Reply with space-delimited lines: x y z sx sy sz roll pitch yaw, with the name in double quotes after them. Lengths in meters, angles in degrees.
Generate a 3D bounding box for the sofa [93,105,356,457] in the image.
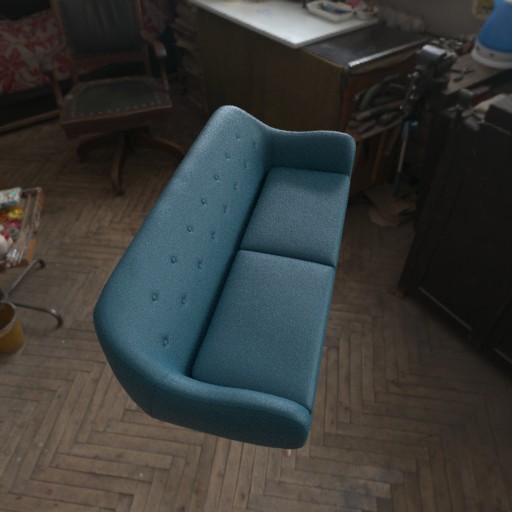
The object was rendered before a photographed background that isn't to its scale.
0.000 0.000 2.240 0.820 0.836 1.840 10 47 10 "sofa"
